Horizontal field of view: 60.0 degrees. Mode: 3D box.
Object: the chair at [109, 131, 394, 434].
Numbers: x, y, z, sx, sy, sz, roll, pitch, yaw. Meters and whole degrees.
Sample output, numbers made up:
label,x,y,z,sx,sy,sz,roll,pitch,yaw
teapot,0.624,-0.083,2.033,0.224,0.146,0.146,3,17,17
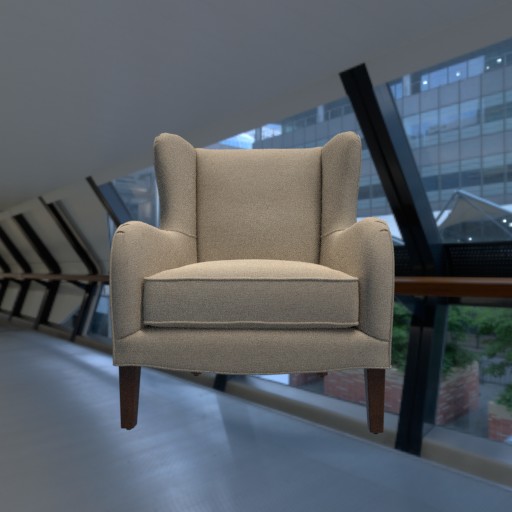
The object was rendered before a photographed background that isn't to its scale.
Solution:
label,x,y,z,sx,sy,sz,roll,pitch,yaw
chair,0.000,0.000,1.719,0.838,1.040,0.966,0,-1,3
